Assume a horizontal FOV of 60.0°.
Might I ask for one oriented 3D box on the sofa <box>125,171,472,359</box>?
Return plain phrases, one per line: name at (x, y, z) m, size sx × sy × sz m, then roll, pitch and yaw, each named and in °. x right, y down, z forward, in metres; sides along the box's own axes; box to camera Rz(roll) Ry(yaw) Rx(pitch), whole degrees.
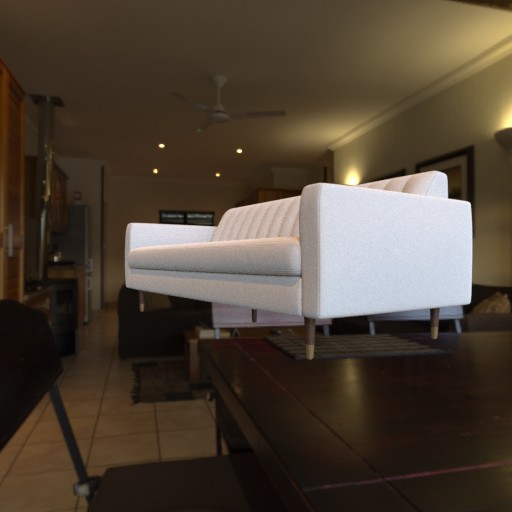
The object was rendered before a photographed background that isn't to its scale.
sofa at (0.000, 0.000, 2.745) m, size 0.990 × 0.821 × 2.291 m, roll 0°, pitch -1°, yaw -34°
